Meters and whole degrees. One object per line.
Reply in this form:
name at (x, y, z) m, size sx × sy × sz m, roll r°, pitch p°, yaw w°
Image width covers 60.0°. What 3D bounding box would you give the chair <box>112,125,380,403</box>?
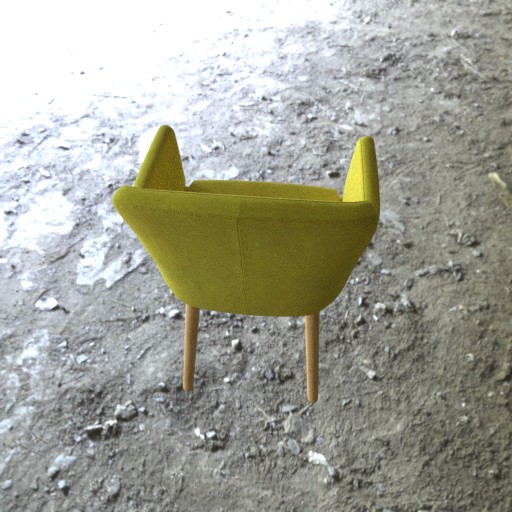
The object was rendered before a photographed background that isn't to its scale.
chair at (0.000, 0.000, 1.186) m, size 0.570 × 0.780 × 0.570 m, roll 4°, pitch 46°, yaw 4°
